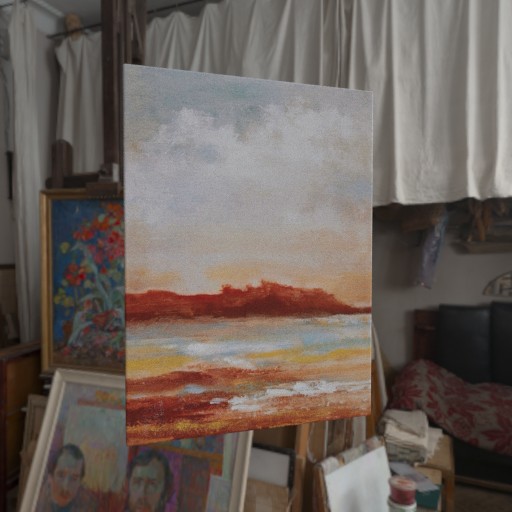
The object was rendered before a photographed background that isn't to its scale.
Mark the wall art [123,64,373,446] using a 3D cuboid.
[{"bbox_3d":[0.000,0.000,0.778,0.443,0.605,0.035,-1,2,-17],"label":"wall art"}]
